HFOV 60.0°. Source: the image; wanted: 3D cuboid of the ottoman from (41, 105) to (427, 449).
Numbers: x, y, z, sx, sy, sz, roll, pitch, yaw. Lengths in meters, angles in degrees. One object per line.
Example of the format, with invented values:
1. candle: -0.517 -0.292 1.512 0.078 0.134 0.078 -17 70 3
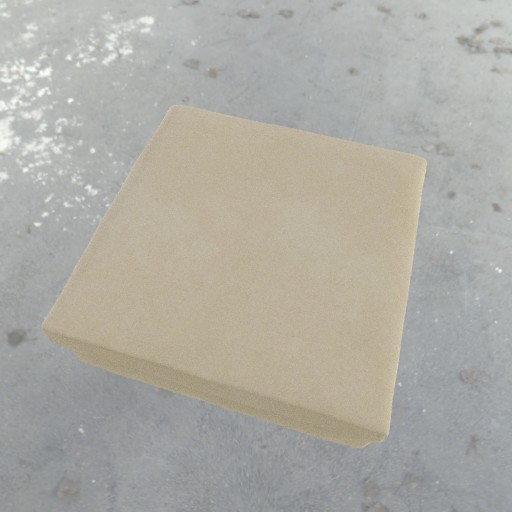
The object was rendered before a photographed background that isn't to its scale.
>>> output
1. ottoman: 0.000 0.000 1.824 1.205 0.522 1.190 15 60 9
